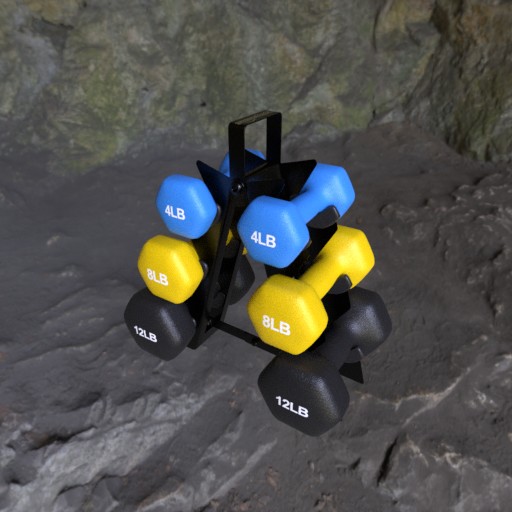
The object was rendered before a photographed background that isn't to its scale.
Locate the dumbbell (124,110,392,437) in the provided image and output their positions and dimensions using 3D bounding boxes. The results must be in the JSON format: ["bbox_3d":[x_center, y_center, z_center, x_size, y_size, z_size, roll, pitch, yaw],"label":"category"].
[{"bbox_3d":[0.000,0.000,0.693,0.409,0.426,0.255,18,35,28],"label":"dumbbell"}]
